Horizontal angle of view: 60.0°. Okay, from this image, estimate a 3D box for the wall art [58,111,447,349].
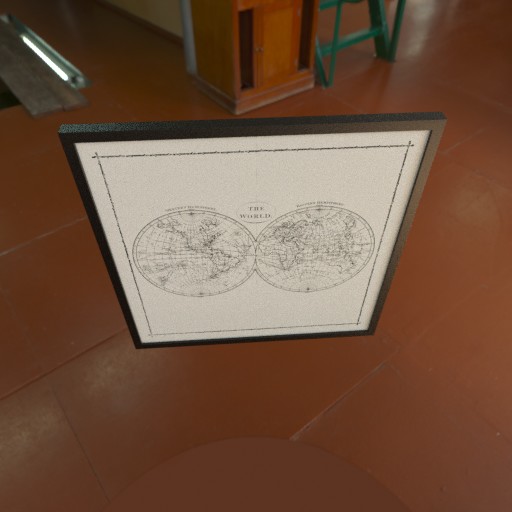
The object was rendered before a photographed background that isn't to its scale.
[{"bbox_3d":[0.000,0.000,1.167,0.773,0.775,0.031,-3,46,-3],"label":"wall art"}]
